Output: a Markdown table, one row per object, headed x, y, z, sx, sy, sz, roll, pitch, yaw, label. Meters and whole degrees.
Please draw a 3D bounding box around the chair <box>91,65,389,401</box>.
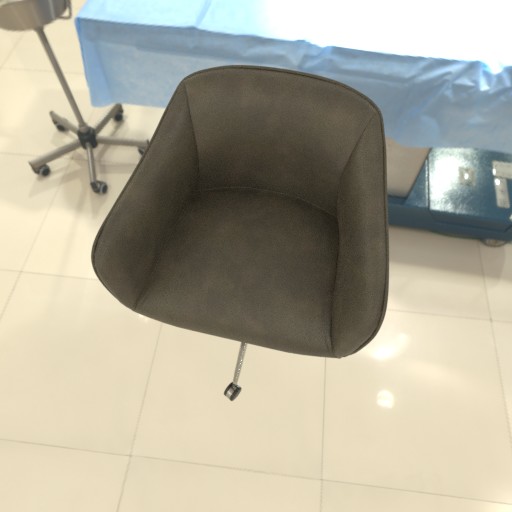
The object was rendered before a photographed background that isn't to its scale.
| x | y | z | sx | sy | sz | roll | pitch | yaw | label |
| --- | --- | --- | --- | --- | --- | --- | --- | --- | --- |
| 0.000 | 0.000 | 1.326 | 0.713 | 0.827 | 0.689 | 12 | 60 | 7 | chair |
